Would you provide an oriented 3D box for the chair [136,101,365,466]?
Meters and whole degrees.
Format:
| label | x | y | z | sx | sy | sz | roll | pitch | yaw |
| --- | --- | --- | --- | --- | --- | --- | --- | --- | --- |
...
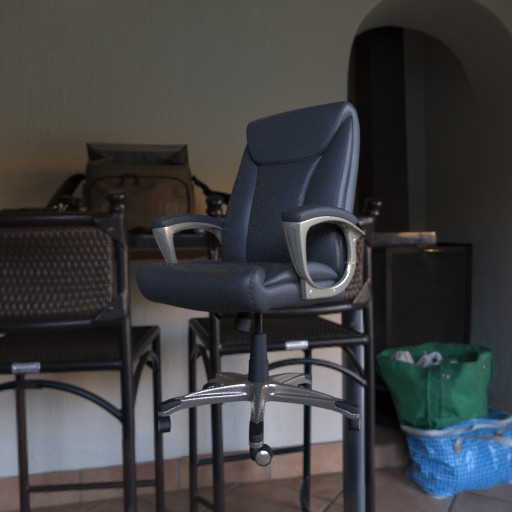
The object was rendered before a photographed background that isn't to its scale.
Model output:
| label | x | y | z | sx | sy | sz | roll | pitch | yaw |
| --- | --- | --- | --- | --- | --- | --- | --- | --- | --- |
| chair | 0.000 | 0.000 | 1.594 | 0.694 | 1.188 | 0.748 | 0 | 1 | 36 |
